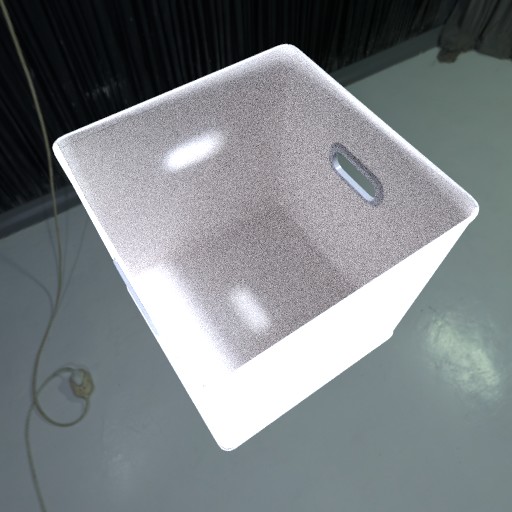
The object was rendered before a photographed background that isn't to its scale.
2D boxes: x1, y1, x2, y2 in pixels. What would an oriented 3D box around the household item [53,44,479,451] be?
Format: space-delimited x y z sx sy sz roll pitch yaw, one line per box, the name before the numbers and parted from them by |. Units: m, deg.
household item | 0.000 0.000 0.553 0.305 0.305 0.305 -30 63 -17
